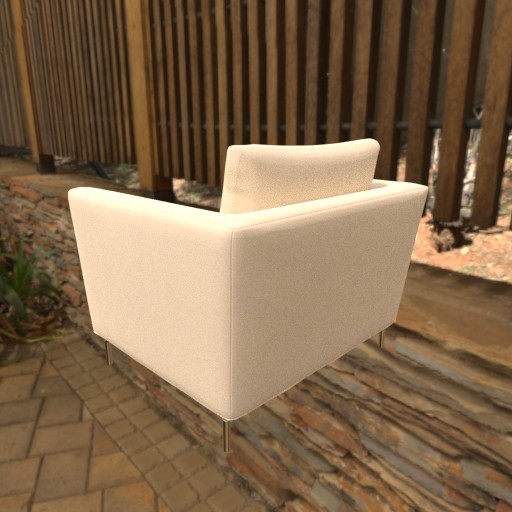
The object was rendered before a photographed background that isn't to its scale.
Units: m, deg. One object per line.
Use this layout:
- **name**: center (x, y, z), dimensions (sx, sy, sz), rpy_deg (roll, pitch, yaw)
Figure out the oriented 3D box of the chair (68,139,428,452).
- **chair**: center (0.000, 0.000, 1.696), dimensions (0.889, 0.865, 1.041), rpy_deg (15, 22, 42)
